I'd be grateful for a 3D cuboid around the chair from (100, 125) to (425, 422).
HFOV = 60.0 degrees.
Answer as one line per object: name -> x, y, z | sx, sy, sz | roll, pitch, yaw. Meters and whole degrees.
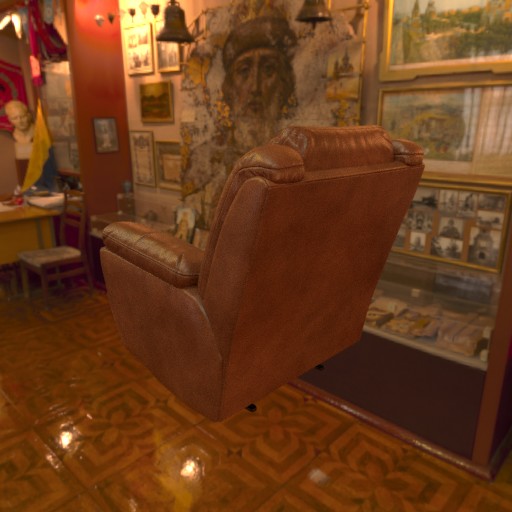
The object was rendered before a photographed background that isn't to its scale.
chair -> 0.000, 0.000, 1.928 | 0.990, 1.093, 1.041 | -16, 23, -42
